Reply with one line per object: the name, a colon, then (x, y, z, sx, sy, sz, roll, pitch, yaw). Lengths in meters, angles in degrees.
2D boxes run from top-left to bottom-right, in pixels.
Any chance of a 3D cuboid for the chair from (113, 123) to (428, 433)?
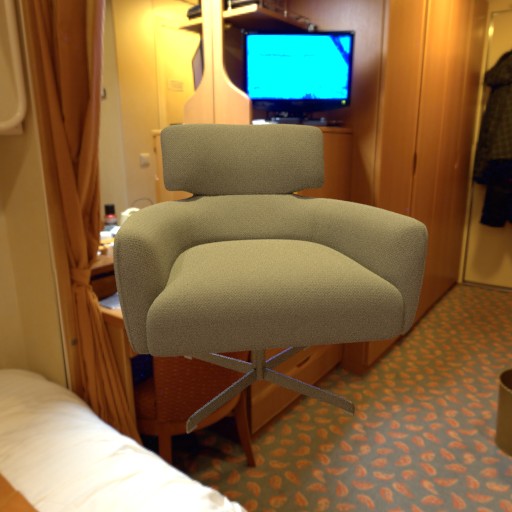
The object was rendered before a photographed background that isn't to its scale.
chair: (0.000, 0.000, 1.373, 0.760, 0.810, 0.730, -2, 14, -10)
